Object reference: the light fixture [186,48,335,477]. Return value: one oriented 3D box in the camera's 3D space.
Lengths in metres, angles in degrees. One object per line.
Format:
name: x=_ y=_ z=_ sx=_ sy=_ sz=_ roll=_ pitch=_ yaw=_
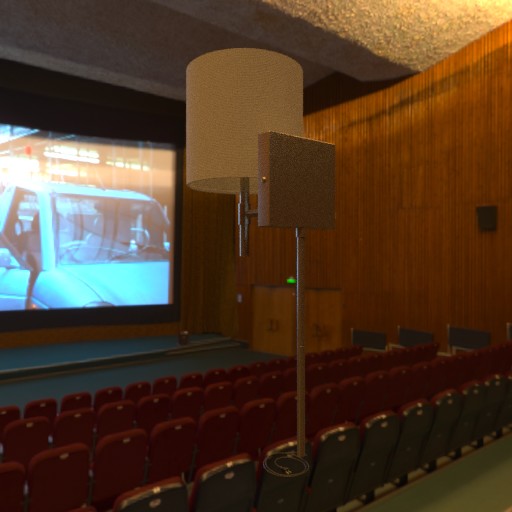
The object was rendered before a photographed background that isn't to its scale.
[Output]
light fixture: x=0.000 y=0.000 z=0.699 sx=0.188 sy=0.589 sz=0.248 roll=0 pitch=1 yaw=-37
